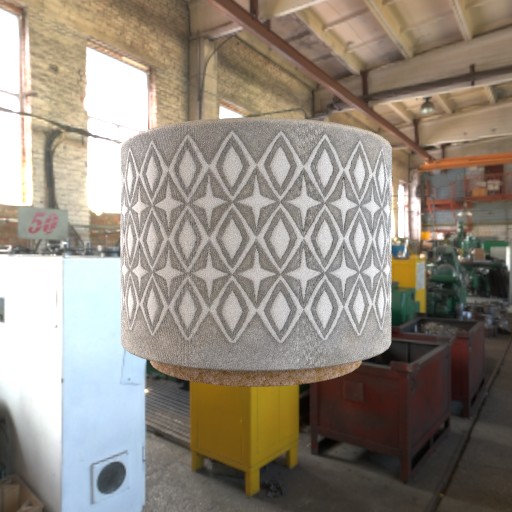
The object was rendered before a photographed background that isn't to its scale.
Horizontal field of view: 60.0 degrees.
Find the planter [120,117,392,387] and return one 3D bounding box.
[{"bbox_3d":[0.000,0.000,0.281,0.164,0.127,0.164,0,1,0],"label":"planter"}]
